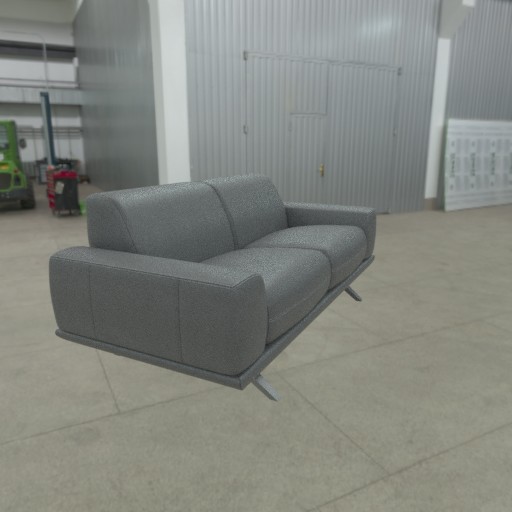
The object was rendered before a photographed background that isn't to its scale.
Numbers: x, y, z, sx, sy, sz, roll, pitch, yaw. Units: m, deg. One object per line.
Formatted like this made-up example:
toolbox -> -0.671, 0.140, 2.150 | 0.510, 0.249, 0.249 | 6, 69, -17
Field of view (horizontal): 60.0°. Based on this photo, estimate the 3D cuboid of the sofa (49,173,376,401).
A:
sofa -> 0.000, 0.000, 2.380 | 0.900, 0.772, 1.901 | 7, 16, 27
